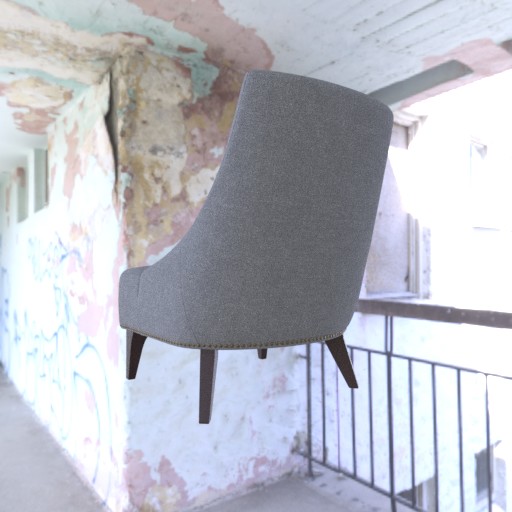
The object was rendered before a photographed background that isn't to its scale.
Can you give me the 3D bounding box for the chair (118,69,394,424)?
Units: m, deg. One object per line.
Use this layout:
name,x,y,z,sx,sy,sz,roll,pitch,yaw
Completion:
chair,0.000,0.000,1.518,0.701,0.909,0.861,1,-1,-35
